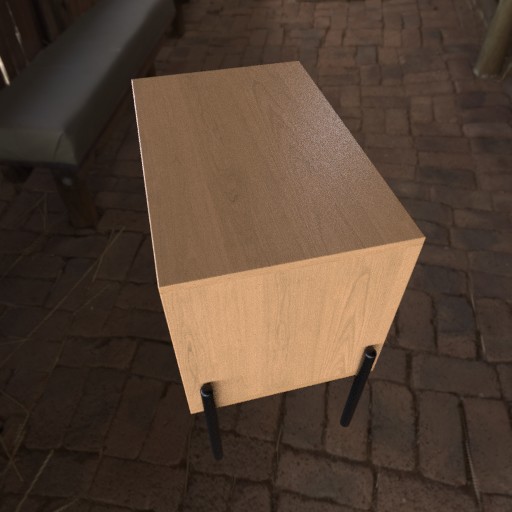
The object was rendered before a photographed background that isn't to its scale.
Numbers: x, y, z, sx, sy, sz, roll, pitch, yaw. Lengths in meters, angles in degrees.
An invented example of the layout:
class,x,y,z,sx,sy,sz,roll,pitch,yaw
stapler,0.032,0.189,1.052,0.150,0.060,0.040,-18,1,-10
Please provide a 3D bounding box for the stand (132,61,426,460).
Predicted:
class,x,y,z,sx,sy,sz,roll,pitch,yaw
stand,0.000,0.000,1.005,0.400,0.600,0.630,-10,48,-9
